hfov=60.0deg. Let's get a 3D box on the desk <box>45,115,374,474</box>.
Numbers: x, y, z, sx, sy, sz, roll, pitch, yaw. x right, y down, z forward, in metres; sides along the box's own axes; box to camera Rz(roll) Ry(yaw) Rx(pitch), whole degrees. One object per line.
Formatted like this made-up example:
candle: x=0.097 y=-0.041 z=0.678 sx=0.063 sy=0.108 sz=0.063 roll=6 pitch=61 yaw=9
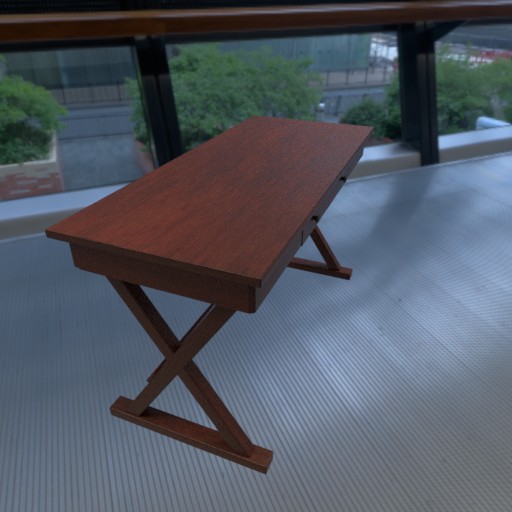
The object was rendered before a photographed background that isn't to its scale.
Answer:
desk: x=0.000 y=0.000 z=1.771 sx=0.600 sy=0.761 sz=1.372 roll=12 pitch=32 yaw=19
